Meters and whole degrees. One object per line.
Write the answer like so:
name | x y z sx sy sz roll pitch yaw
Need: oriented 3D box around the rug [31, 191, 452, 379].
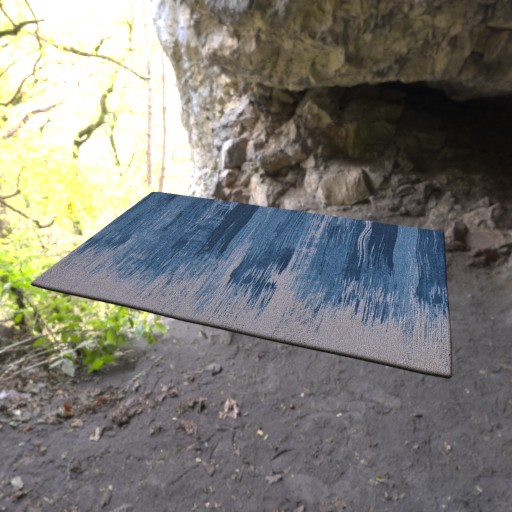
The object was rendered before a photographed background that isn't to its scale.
rug | 0.000 0.000 3.007 2.450 0.027 1.540 10 33 16
